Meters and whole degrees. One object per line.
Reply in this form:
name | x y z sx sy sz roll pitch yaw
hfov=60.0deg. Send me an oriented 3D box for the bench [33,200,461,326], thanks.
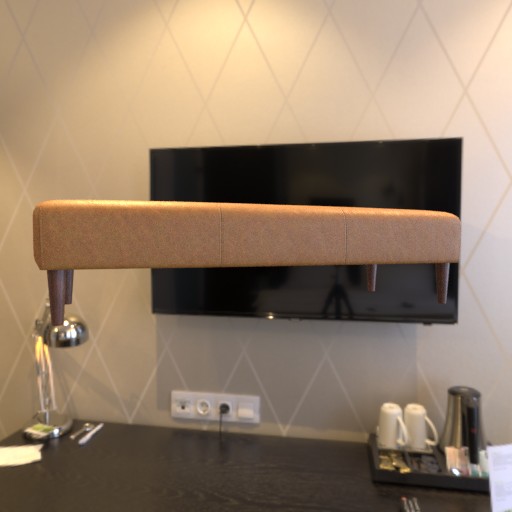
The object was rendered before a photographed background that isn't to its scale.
bench | 0.000 0.000 1.850 1.610 0.399 0.653 -1 2 -20
